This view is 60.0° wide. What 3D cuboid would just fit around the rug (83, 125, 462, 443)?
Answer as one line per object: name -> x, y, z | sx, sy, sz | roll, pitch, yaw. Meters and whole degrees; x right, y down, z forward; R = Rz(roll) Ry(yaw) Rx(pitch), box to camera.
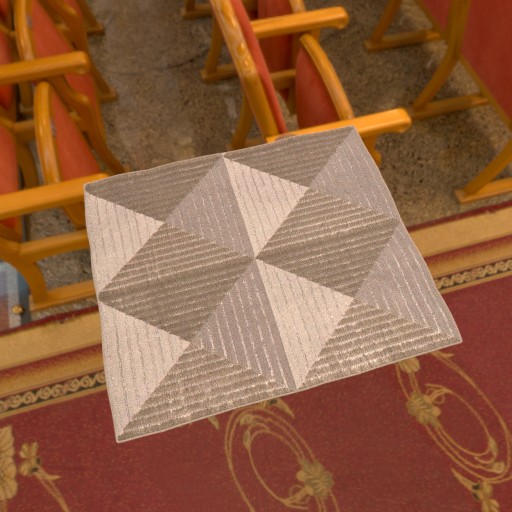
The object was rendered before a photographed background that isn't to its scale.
rug -> 0.000, 0.000, 0.891 | 0.642, 0.008, 0.551 | -14, 64, -7
